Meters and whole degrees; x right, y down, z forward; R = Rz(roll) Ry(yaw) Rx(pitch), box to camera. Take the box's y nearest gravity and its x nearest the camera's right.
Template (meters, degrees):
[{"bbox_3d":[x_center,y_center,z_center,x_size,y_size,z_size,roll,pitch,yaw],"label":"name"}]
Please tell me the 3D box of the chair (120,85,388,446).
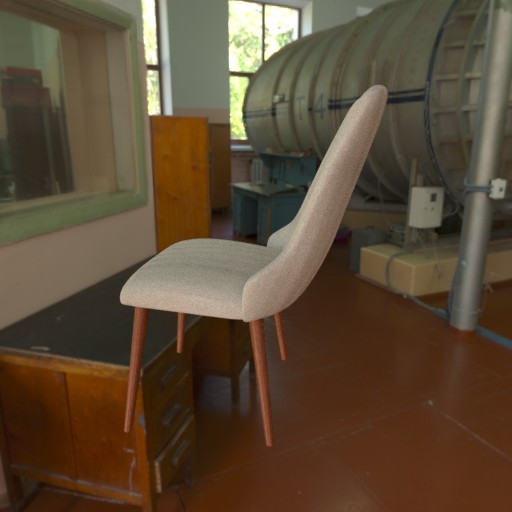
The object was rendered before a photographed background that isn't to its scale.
[{"bbox_3d":[0.000,0.000,1.312,0.684,0.917,0.526,2,15,8],"label":"chair"}]
